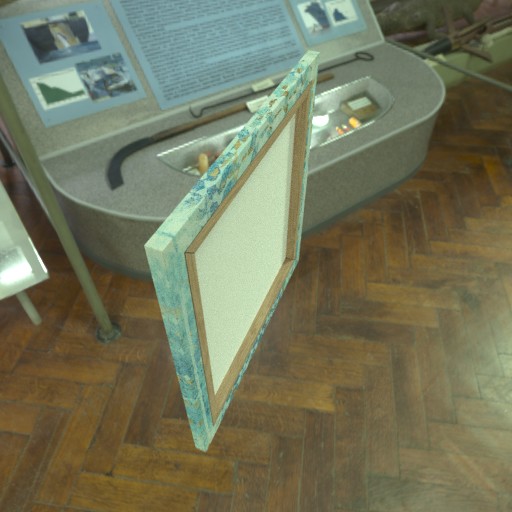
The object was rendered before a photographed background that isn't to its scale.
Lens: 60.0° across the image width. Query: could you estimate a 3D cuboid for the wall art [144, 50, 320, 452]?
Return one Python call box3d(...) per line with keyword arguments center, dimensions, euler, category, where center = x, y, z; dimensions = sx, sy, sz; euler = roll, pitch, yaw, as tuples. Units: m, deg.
box3d(center=(0.000, 0.000, 1.381), dimensions=(0.040, 0.916, 0.916), euler=(17, 48, 15), category="wall art")
